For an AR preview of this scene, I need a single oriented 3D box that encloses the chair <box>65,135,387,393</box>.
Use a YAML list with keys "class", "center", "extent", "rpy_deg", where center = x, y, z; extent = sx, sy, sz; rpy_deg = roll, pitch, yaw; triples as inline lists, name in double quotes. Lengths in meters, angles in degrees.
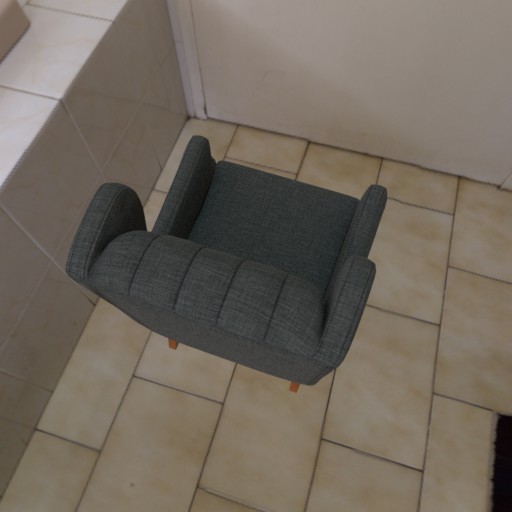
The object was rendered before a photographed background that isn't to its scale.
- class: "chair"
  center: [0.000, 0.000, 1.466]
  extent: [0.711, 0.953, 0.775]
  rpy_deg: [17, 65, 9]
